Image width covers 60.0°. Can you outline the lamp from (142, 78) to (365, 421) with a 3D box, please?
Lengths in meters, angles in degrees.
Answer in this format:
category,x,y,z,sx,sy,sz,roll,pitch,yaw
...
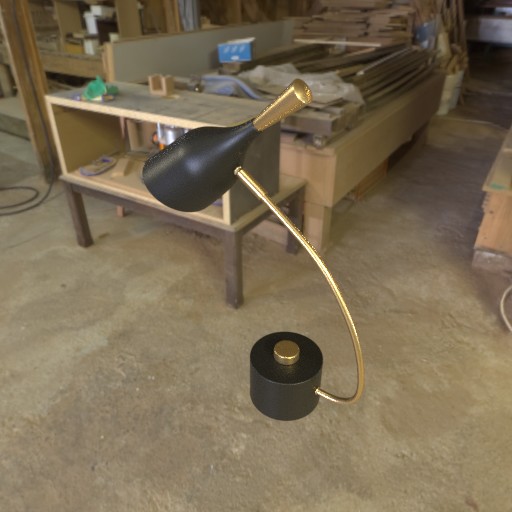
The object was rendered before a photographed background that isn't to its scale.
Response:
category,x,y,z,sx,sy,sz,roll,pitch,yaw
lamp,0.000,0.000,0.600,0.352,0.464,0.110,21,38,30
